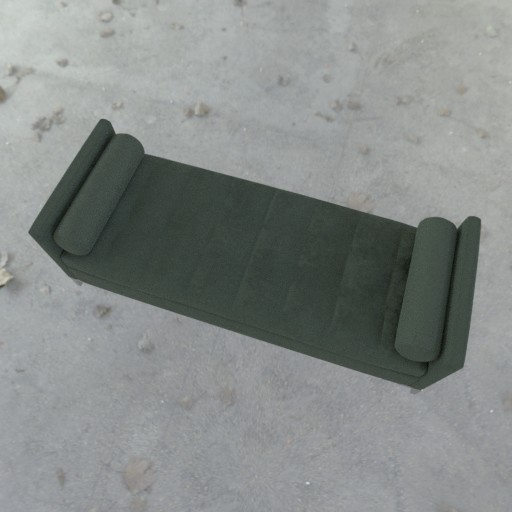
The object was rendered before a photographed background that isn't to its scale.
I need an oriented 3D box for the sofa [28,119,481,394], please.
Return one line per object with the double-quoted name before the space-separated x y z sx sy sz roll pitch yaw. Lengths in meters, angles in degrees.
"sofa" 0.000 0.000 2.433 2.102 0.657 0.797 16 65 8
